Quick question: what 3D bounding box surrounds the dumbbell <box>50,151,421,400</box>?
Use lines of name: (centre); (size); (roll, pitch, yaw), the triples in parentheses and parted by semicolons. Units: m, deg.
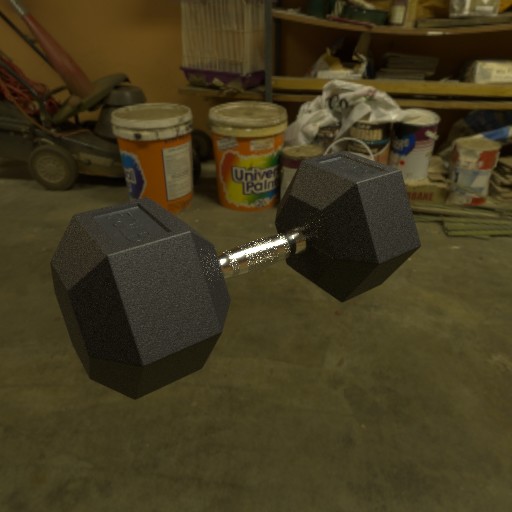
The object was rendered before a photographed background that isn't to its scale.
dumbbell: (0.000, 0.000, 0.470); (0.384, 0.150, 0.173); (-19, 35, -30)
